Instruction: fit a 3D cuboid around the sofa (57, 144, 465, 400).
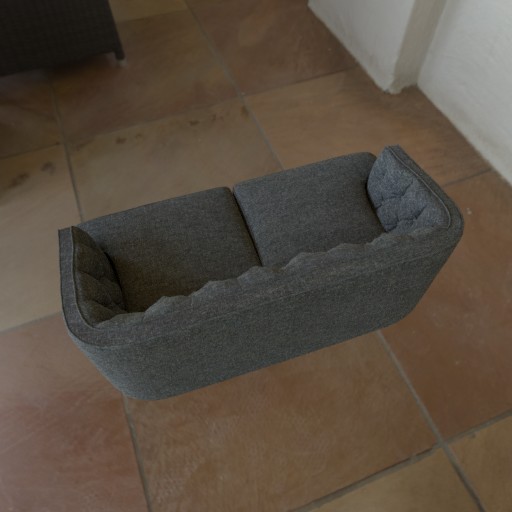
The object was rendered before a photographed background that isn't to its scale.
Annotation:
[{"bbox_3d":[0.000,0.000,2.224,1.733,0.855,0.941,-16,59,-10],"label":"sofa"}]
